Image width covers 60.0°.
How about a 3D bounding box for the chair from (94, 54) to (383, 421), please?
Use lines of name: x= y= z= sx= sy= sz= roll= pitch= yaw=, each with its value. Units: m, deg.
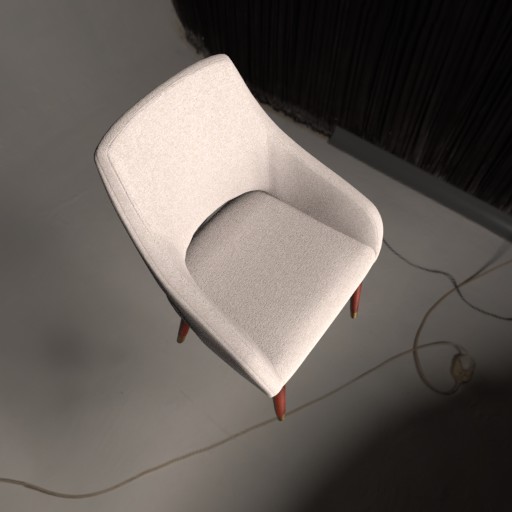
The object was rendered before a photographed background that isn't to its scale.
chair: x=0.000 y=0.000 z=1.298 sx=0.600 sy=0.889 sz=0.609 roll=33 pitch=64 yaw=19
